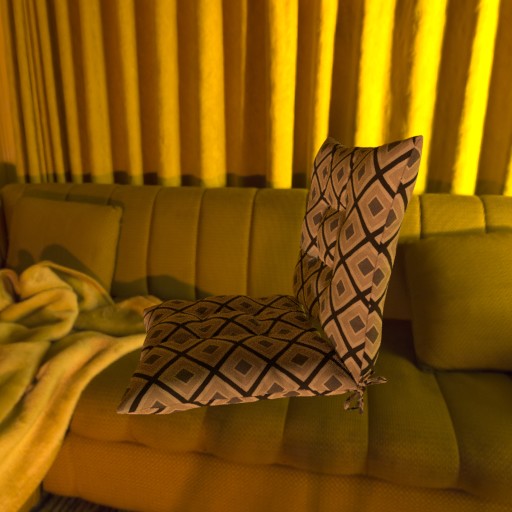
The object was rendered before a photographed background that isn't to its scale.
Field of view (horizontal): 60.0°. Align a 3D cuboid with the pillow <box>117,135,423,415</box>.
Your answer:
[{"bbox_3d":[0.000,0.000,1.022,0.585,0.536,0.541,-2,15,-9],"label":"pillow"}]
